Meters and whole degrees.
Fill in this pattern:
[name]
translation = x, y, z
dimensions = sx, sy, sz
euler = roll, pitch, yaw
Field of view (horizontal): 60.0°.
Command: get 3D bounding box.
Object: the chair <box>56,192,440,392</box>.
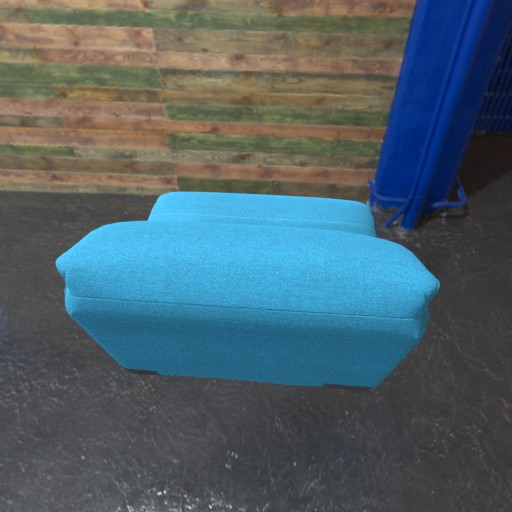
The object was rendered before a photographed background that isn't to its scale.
[chair]
translation = 0.000, 0.000, 1.324
dimensions = 0.820, 0.580, 0.780
euler = 3, 45, 3
